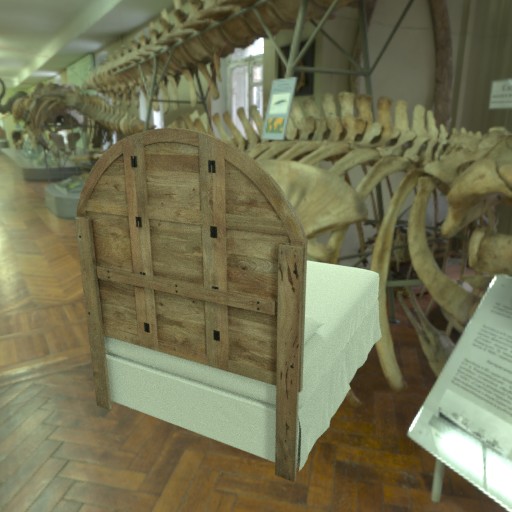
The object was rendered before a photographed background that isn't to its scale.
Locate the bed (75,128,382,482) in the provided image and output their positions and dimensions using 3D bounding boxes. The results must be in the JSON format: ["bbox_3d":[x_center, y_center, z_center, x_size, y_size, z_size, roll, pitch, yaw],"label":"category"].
[{"bbox_3d":[0.000,0.000,3.576,1.713,2.002,2.112,9,19,26],"label":"bed"}]
